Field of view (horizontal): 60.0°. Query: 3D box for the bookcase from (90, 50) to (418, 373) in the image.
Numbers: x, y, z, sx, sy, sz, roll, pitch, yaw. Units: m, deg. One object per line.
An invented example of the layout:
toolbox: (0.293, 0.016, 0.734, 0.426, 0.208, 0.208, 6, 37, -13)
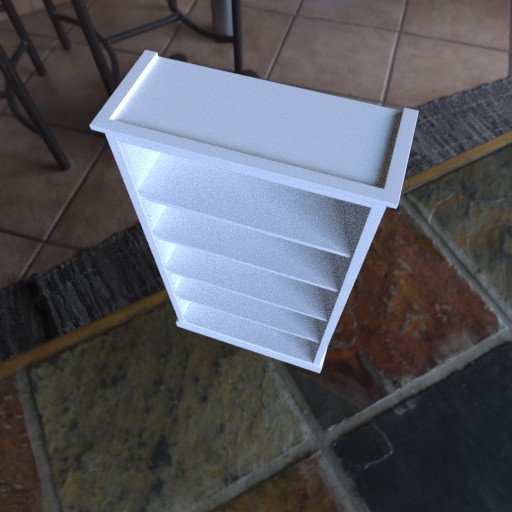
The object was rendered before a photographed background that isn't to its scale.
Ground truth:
bookcase: (0.000, 0.000, 2.334, 1.050, 1.880, 0.432, 16, 61, 9)
